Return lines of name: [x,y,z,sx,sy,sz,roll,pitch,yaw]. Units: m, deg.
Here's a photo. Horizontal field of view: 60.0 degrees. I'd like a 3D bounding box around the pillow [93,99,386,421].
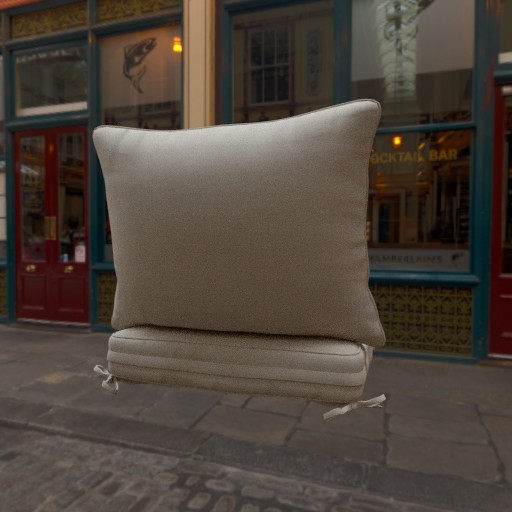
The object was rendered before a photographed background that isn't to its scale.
pillow: [0.000,0.000,1.371,0.798,0.716,0.733,0,1,19]
